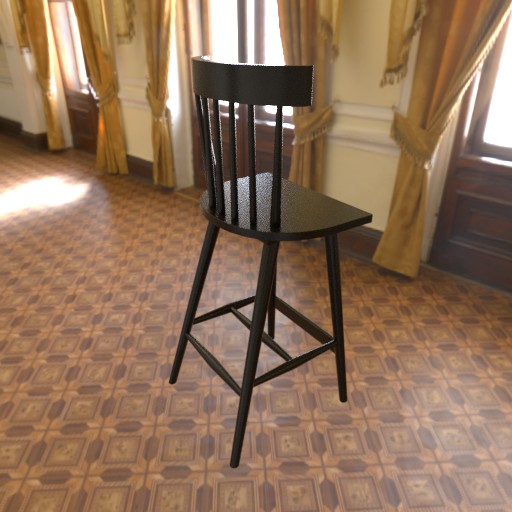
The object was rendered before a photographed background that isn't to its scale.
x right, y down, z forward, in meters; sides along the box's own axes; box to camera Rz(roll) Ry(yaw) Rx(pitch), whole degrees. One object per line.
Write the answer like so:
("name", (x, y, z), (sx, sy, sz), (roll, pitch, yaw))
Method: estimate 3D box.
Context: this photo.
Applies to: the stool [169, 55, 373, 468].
("stool", (0.000, 0.000, 1.345), (0.483, 1.092, 0.482), (-18, 32, -31))
